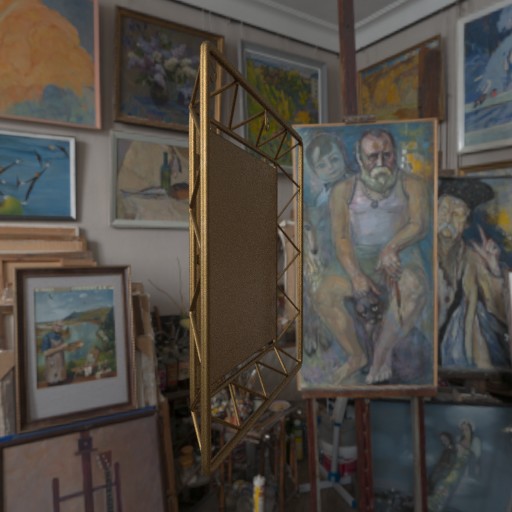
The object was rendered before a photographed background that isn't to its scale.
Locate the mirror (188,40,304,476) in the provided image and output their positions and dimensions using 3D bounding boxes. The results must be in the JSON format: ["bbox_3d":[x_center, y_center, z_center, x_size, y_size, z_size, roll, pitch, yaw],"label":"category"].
[{"bbox_3d":[0.000,0.000,0.615,0.046,0.414,0.416,0,2,18],"label":"mirror"}]
